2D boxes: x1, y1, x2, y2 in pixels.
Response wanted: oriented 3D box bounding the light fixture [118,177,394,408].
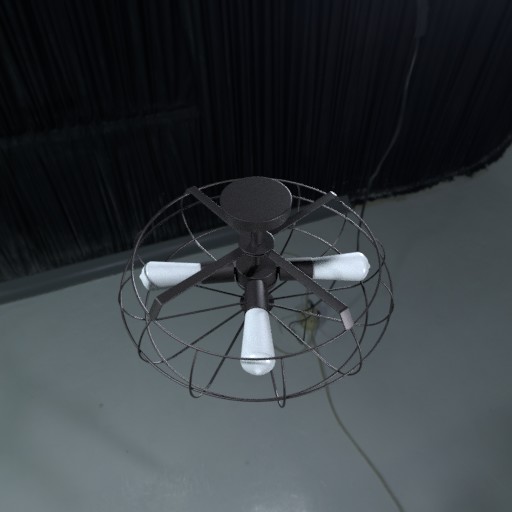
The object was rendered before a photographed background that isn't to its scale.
[{"bbox_3d":[0.000,0.000,0.921,0.582,0.311,0.582,0,47,0],"label":"light fixture"}]
